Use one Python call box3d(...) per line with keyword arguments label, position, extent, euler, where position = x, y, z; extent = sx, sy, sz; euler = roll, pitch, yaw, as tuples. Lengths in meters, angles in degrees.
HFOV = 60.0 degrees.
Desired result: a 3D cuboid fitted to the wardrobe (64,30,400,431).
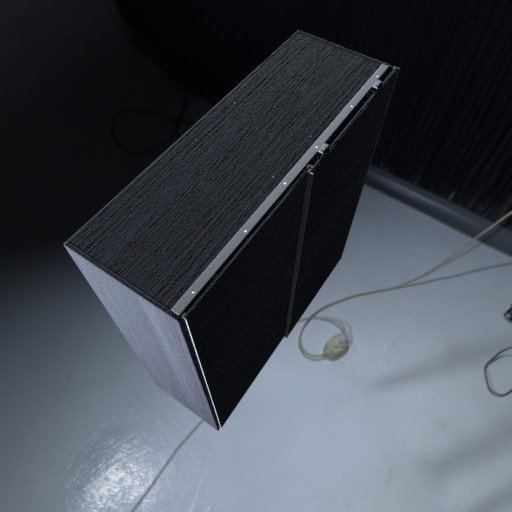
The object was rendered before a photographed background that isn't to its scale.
box3d(label="wardrobe", position=(0.000, 0.000, 2.869), extent=(0.629, 1.960, 1.780), euler=(30, 63, 17))
